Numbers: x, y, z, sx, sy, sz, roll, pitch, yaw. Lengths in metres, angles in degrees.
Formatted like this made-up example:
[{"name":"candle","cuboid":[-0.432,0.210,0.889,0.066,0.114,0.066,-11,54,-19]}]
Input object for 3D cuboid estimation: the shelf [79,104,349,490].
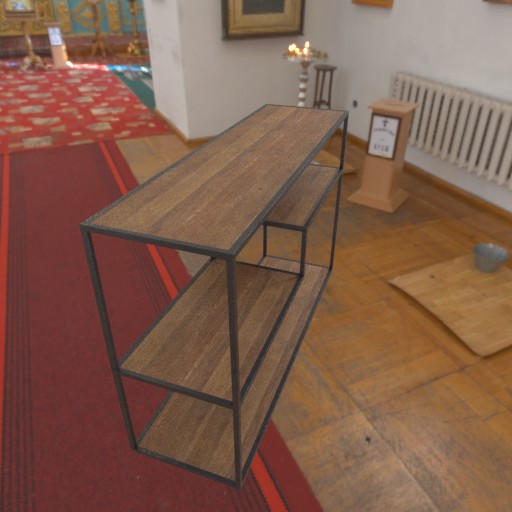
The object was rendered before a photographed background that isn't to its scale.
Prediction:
[{"name":"shelf","cuboid":[0.000,0.000,1.564,0.361,0.765,1.201,11,33,17]}]
